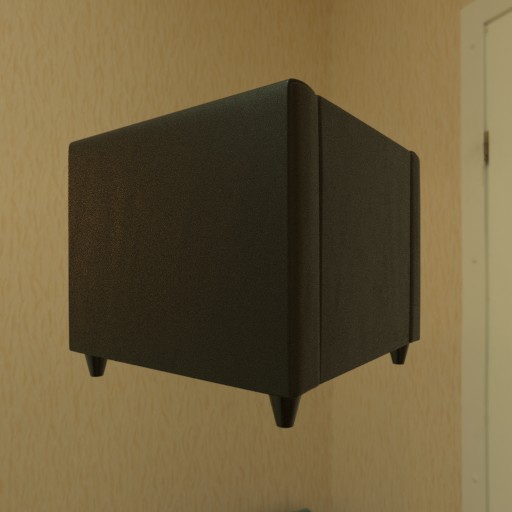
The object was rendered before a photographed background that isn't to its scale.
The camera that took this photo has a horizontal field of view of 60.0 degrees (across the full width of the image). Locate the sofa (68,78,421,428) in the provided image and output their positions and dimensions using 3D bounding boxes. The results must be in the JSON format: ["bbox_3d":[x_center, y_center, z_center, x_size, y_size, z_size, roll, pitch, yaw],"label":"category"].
[{"bbox_3d":[0.000,0.000,1.423,0.809,0.724,0.839,0,-1,37],"label":"sofa"}]
